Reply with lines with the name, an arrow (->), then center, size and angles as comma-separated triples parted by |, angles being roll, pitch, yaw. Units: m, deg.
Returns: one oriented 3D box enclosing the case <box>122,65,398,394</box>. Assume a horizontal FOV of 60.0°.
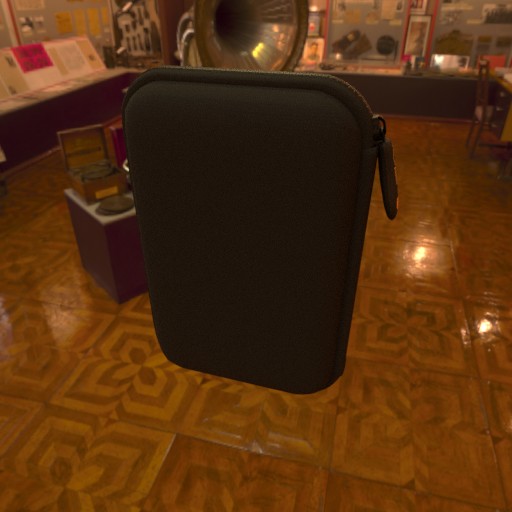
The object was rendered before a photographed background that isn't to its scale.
case -> 0.000, 0.000, 0.188 | 0.107, 0.147, 0.030 | 9, 33, 14
